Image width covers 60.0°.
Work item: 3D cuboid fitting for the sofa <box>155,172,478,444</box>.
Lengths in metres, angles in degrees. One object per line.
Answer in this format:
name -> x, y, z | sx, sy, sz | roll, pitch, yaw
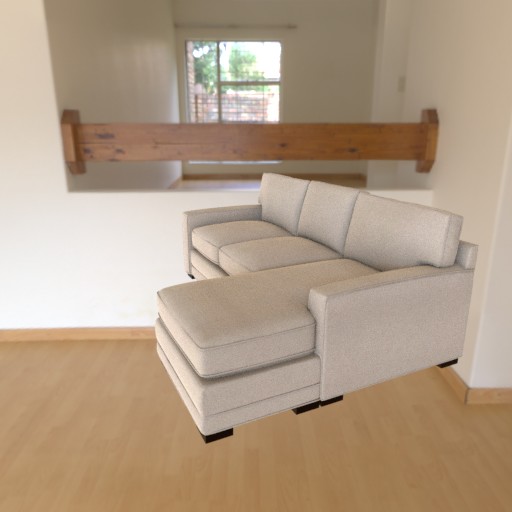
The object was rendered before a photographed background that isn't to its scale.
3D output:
sofa -> 0.000, 0.000, 2.878 | 1.496, 0.861, 2.087 | -8, 19, -25
